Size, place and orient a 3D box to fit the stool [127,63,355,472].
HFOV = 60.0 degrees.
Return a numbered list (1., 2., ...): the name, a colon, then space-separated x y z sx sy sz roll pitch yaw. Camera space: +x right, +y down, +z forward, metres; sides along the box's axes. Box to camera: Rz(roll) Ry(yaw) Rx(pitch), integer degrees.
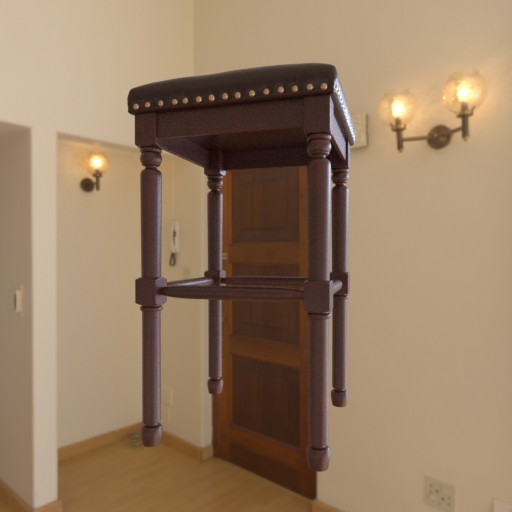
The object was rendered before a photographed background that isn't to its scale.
1. stool: 0.000 0.000 0.935 0.382 0.702 0.383 0 1 17
